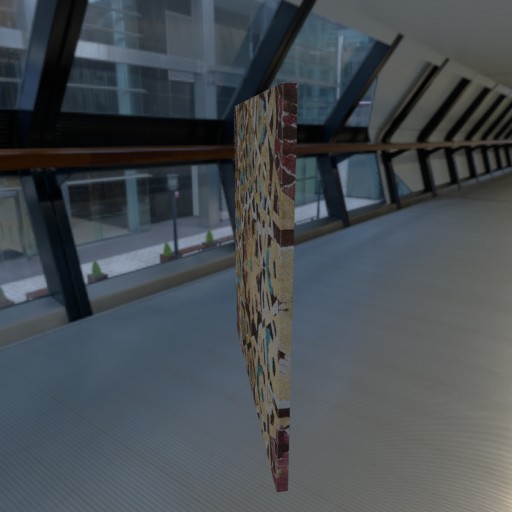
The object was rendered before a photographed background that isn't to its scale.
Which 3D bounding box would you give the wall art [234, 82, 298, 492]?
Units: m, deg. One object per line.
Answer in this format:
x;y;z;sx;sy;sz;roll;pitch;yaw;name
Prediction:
0.000;0.000;1.137;0.028;0.762;0.757;-2;16;-8;wall art
